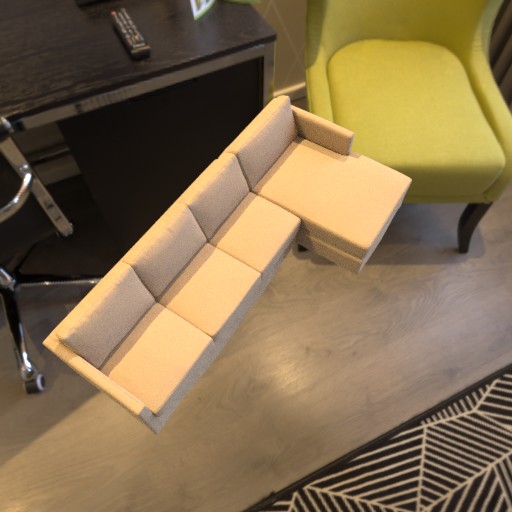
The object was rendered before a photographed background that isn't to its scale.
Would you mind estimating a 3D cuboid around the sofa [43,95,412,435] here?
[{"bbox_3d":[0.000,0.000,3.868,1.622,0.871,3.206,29,63,17],"label":"sofa"}]
